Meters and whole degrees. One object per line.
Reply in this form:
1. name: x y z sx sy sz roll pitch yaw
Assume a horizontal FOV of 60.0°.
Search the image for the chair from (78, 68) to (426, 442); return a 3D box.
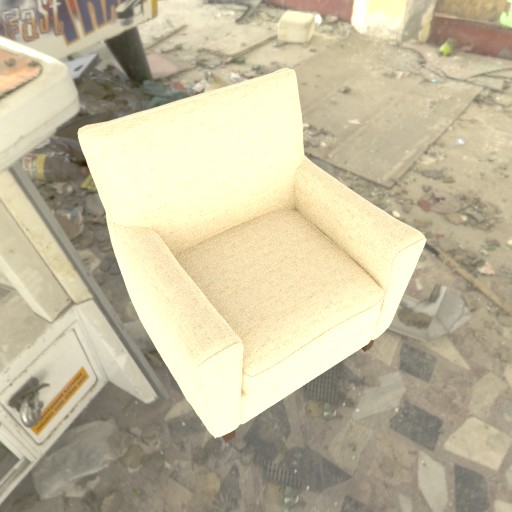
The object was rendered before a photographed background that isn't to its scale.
1. chair: 0.000 0.000 1.630 0.870 0.943 0.823 -26 52 -22
